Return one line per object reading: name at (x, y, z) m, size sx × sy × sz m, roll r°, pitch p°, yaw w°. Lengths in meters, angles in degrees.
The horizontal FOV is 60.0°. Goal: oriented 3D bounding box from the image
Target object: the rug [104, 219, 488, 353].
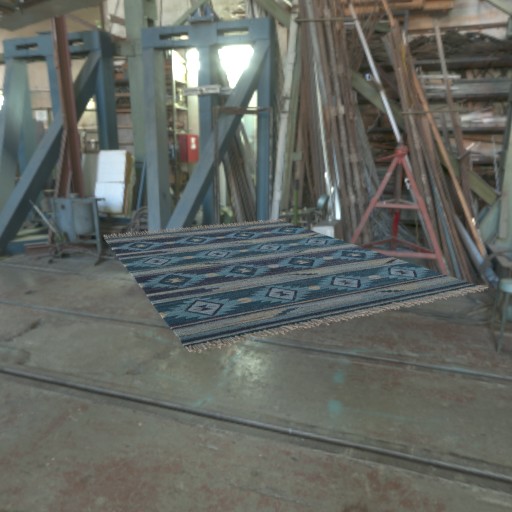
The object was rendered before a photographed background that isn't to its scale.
rug at (0.000, 0.000, 4.331) m, size 2.418 × 0.047 × 3.307 m, roll -7°, pitch 17°, yaw -25°
